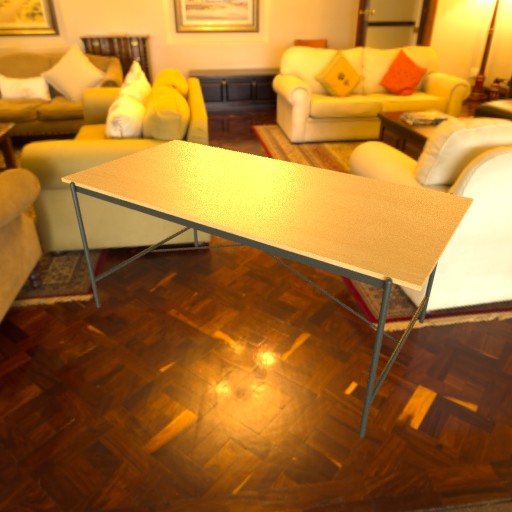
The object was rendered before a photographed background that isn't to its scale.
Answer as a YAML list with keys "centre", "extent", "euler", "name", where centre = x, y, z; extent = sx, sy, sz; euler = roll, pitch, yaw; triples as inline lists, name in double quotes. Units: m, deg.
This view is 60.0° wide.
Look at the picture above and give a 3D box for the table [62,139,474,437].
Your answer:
- centre: [0.000, 0.000, 2.316]
  extent: [1.800, 0.758, 0.900]
  euler: [18, 35, 28]
  name: "table"
